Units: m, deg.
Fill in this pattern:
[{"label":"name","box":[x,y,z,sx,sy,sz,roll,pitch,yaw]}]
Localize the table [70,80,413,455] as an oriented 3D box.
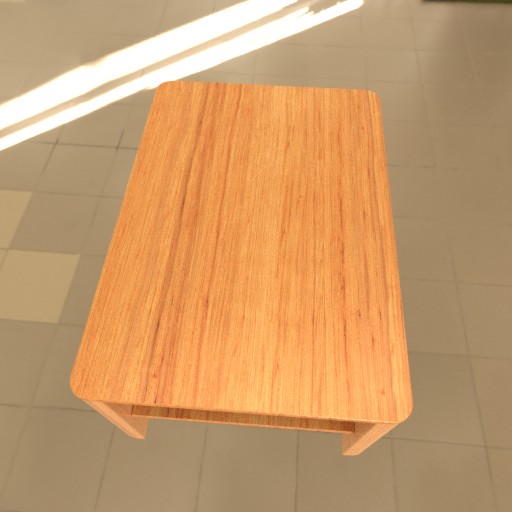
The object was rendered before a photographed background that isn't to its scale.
[{"label":"table","box":[0.000,0.000,1.324,0.696,0.445,0.997,4,58,2]}]
